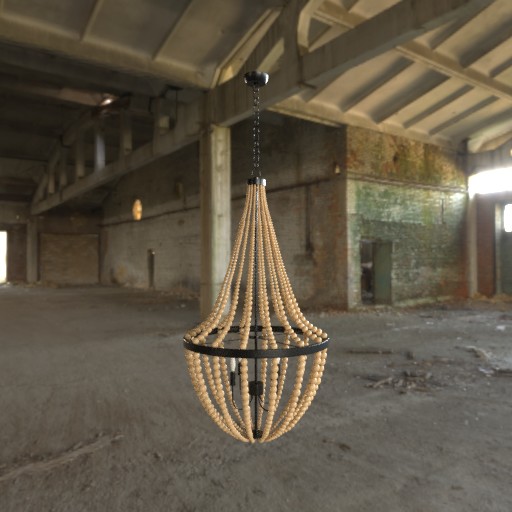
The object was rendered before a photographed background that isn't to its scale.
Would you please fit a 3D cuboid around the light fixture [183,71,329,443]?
[{"bbox_3d":[0.000,0.000,1.391,0.450,1.133,0.450,0,-1,0],"label":"light fixture"}]
